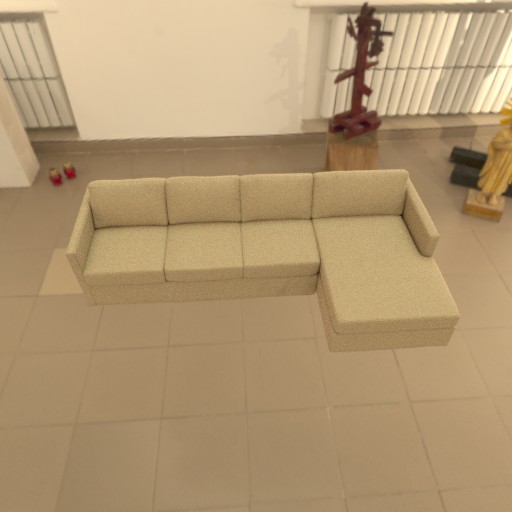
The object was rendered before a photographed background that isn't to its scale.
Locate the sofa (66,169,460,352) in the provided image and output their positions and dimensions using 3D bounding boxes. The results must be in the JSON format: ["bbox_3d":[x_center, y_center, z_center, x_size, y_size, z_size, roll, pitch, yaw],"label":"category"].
[{"bbox_3d":[0.000,0.000,3.979,3.177,0.867,1.622,-3,46,-3],"label":"sofa"}]
